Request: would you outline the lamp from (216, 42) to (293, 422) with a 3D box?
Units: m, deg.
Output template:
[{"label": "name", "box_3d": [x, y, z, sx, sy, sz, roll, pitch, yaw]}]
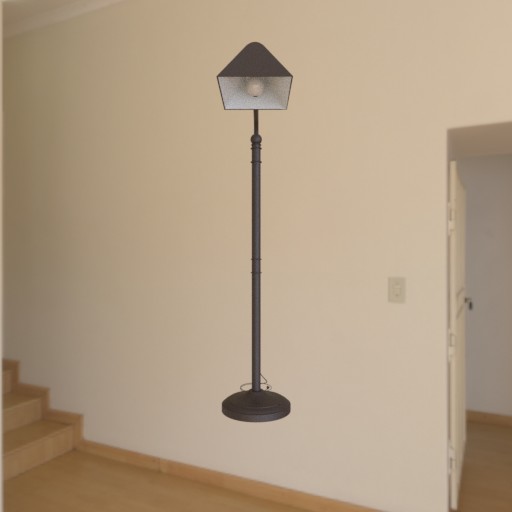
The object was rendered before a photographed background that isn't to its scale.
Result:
[{"label": "lamp", "box_3d": [0.000, 0.000, 0.964, 0.159, 0.708, 0.545, 0, 0, 0]}]
